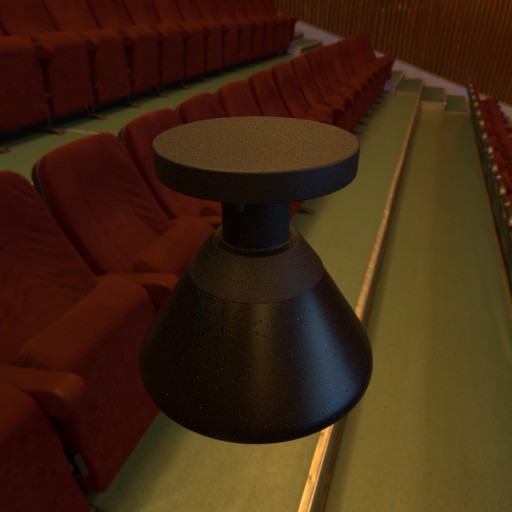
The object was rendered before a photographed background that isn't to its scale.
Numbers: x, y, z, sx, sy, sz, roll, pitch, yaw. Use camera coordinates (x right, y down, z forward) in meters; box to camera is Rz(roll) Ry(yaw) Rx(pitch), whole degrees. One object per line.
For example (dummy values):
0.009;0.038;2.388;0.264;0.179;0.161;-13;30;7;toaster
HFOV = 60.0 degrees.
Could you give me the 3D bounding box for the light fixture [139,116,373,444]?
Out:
0.000;0.000;0.345;0.200;0.183;0.200;0;29;0;light fixture
